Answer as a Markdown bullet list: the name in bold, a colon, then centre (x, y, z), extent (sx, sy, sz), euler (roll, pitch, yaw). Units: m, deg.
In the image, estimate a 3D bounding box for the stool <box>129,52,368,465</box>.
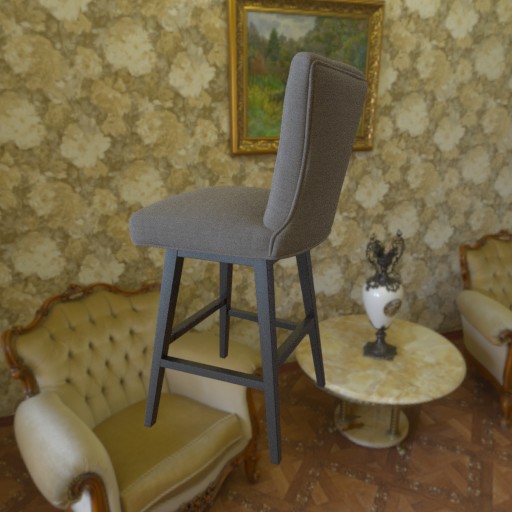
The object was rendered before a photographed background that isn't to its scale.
- **stool**: centre (0.000, 0.000, 1.385), extent (0.574, 1.086, 0.514), euler (8, 18, 24)
